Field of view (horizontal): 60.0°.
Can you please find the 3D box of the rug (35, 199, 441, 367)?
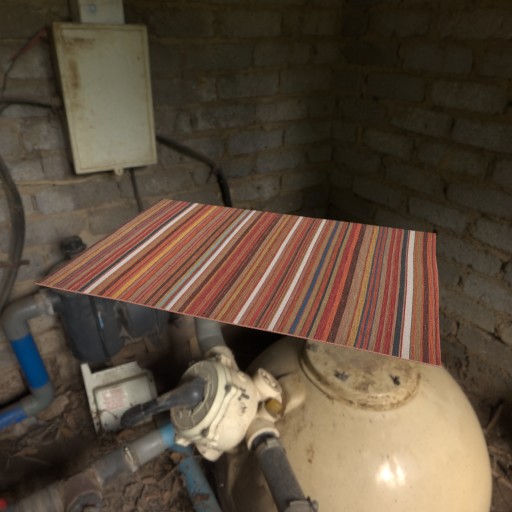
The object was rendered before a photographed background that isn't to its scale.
[{"bbox_3d":[0.000,0.000,2.366,1.828,0.007,1.217,9,29,17],"label":"rug"}]
